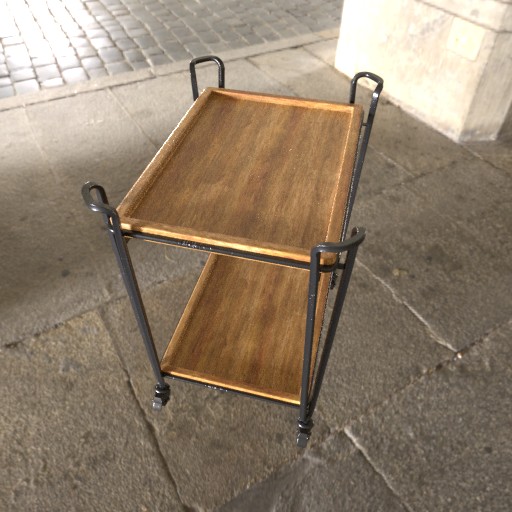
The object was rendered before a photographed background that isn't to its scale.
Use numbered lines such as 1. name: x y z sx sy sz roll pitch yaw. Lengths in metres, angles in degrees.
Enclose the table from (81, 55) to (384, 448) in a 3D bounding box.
1. table: 0.000 0.000 1.219 0.505 0.785 0.672 10 47 10
